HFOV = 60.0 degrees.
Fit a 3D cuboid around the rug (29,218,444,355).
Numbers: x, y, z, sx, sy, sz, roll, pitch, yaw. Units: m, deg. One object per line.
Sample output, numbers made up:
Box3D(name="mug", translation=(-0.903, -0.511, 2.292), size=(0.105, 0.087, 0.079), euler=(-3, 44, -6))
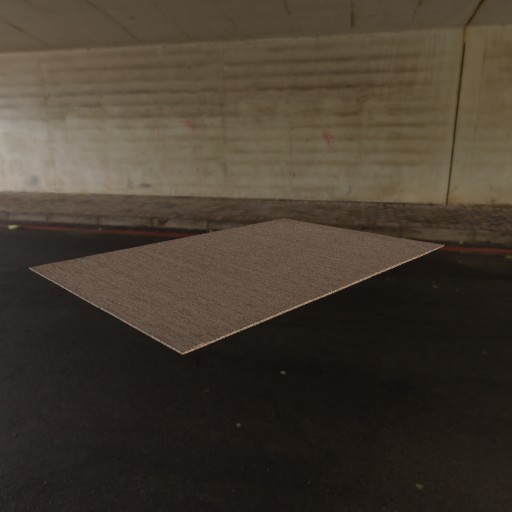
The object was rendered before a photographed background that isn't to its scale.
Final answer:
Box3D(name="rug", translation=(0.000, 0.000, 2.330), size=(1.225, 0.013, 1.840), euler=(15, 21, 43))
